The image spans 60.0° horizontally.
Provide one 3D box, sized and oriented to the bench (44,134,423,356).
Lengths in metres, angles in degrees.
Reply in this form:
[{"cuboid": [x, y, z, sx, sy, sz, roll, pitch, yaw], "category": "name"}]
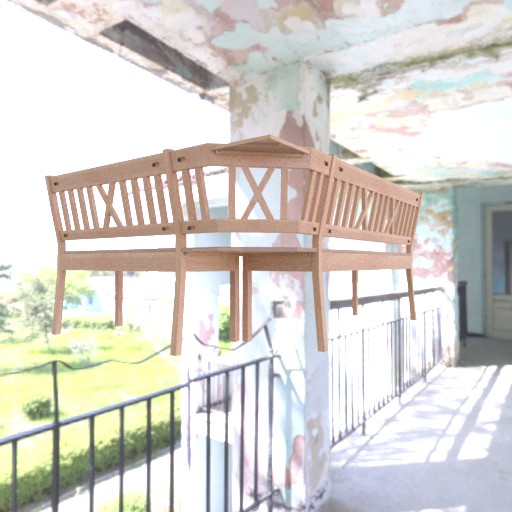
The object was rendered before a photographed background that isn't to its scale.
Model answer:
[{"cuboid": [0.000, 0.000, 2.818, 1.537, 0.902, 1.937, -1, -1, 36], "category": "bench"}]
